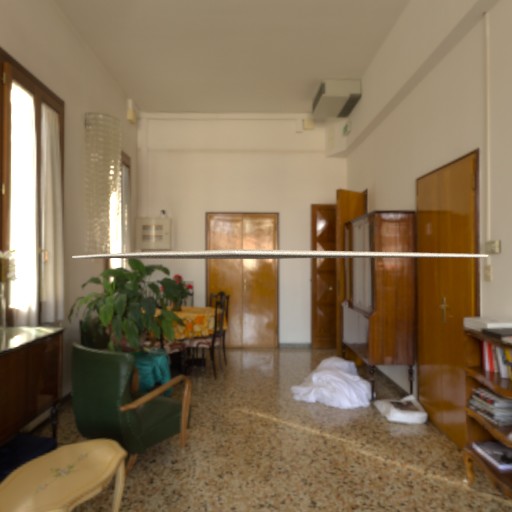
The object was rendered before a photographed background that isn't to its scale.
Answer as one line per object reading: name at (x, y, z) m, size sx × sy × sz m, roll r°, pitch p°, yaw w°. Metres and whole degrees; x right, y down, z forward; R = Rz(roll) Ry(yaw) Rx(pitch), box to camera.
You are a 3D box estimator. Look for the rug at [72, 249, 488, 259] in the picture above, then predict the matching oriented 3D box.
rug at (0.000, 0.000, 4.065) m, size 2.472 × 0.035 × 3.017 m, roll 1°, pitch -1°, yaw -36°
